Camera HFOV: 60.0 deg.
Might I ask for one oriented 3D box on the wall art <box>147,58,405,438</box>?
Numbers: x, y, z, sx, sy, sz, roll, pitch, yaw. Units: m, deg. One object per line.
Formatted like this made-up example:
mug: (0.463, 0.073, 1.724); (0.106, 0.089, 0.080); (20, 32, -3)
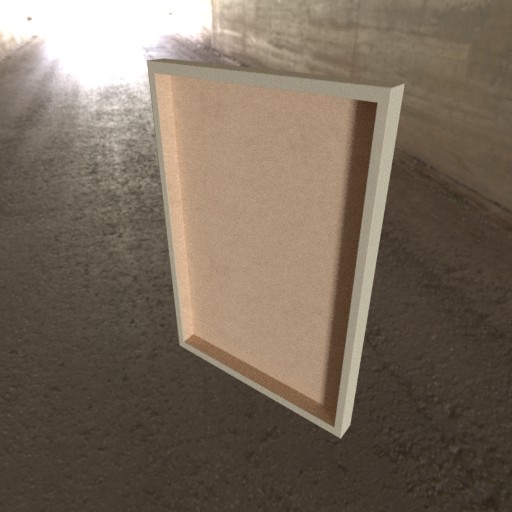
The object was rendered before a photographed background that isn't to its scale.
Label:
wall art: (0.000, 0.000, 0.780); (0.418, 0.608, 0.038); (21, 36, 31)
